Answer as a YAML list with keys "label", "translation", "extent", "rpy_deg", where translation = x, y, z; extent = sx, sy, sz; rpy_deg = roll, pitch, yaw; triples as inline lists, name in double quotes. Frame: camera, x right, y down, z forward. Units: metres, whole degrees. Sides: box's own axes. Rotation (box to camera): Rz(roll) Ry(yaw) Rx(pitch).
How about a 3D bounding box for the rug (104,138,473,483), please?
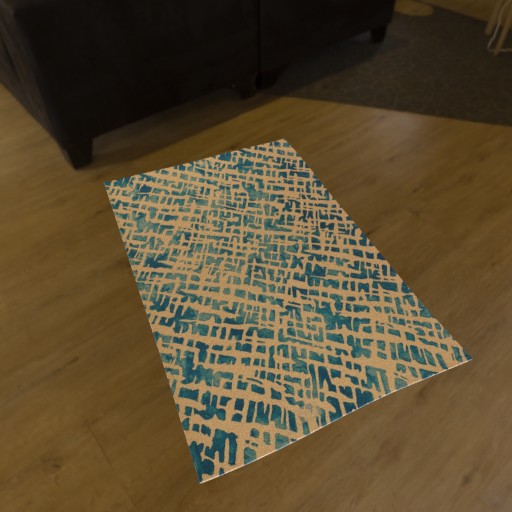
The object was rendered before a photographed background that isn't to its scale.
- label: "rug"
  translation: [0.000, 0.000, 2.264]
  extent: [1.209, 0.011, 1.830]
  rpy_deg: [-18, 50, -16]
